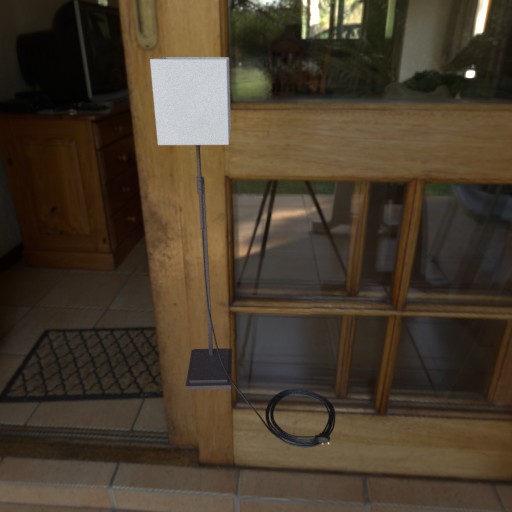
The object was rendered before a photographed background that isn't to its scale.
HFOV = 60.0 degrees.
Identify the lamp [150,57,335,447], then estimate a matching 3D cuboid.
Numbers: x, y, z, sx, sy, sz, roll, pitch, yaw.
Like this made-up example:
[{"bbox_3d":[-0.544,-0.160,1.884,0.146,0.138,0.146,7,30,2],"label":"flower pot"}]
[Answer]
[{"bbox_3d":[0.000,0.000,1.971,0.774,1.600,0.698,-1,25,-2],"label":"lamp"}]
